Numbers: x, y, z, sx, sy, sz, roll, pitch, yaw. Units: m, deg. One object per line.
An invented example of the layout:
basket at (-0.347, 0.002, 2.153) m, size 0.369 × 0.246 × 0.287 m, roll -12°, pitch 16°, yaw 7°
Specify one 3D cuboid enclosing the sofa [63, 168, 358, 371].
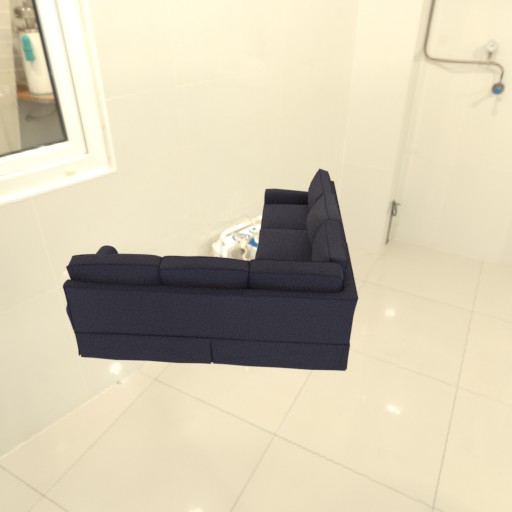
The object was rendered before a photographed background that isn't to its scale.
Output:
sofa at (0.000, 0.000, 5.091) m, size 2.874 × 1.169 × 3.773 m, roll 21°, pitch 37°, yaw 29°
